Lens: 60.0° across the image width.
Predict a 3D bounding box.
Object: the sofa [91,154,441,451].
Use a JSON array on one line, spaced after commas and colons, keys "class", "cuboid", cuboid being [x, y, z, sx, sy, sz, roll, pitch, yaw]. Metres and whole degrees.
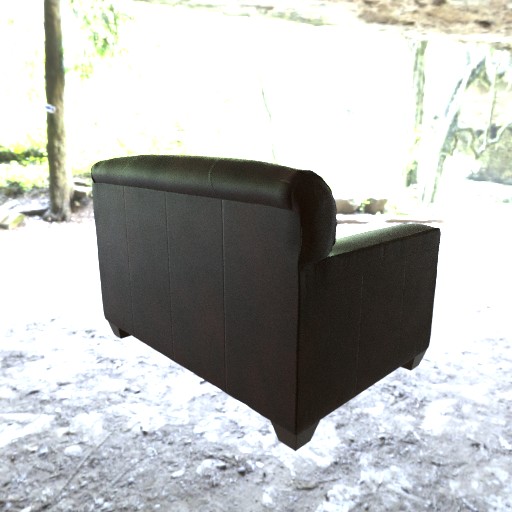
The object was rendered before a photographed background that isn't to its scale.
[{"class": "sofa", "cuboid": [0.000, 0.000, 2.122, 1.000, 0.956, 1.413, -13, 19, -42]}]
